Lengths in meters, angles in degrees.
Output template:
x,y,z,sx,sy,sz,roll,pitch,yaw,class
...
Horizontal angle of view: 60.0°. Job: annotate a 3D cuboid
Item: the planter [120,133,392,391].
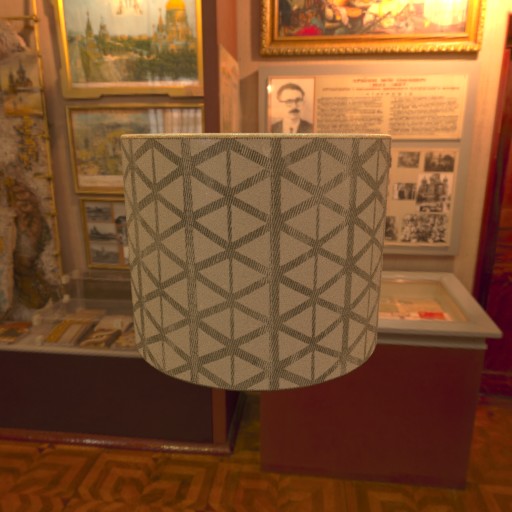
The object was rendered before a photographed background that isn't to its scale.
x,y,z,sx,sy,sz,roll,pitch,yaw,class
0.000,0.000,0.346,0.190,0.181,0.190,0,15,0,planter
